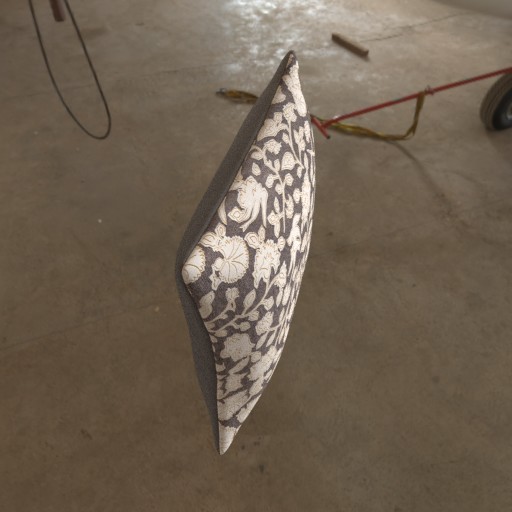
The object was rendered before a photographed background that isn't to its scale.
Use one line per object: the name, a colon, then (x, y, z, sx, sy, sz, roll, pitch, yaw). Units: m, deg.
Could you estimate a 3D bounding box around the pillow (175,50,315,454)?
pillow: (0.000, 0.000, 0.784, 0.166, 0.507, 0.526, 11, 49, 10)
